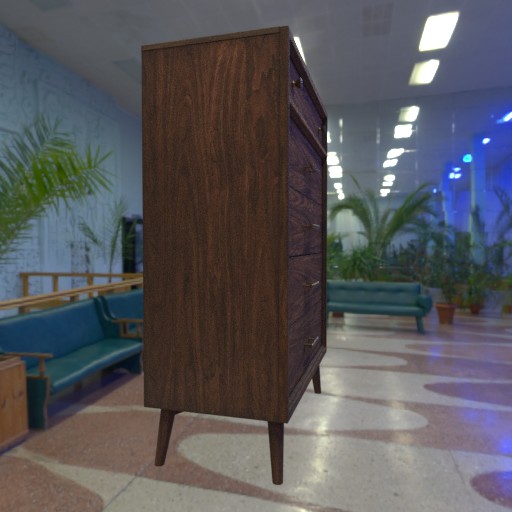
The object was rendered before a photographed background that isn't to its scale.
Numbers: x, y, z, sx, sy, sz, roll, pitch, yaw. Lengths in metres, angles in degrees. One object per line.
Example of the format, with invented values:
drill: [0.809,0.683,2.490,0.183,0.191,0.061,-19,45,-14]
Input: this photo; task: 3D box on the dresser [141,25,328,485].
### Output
dresser: [0.000,0.000,1.807,0.498,1.365,0.919,0,2,16]
